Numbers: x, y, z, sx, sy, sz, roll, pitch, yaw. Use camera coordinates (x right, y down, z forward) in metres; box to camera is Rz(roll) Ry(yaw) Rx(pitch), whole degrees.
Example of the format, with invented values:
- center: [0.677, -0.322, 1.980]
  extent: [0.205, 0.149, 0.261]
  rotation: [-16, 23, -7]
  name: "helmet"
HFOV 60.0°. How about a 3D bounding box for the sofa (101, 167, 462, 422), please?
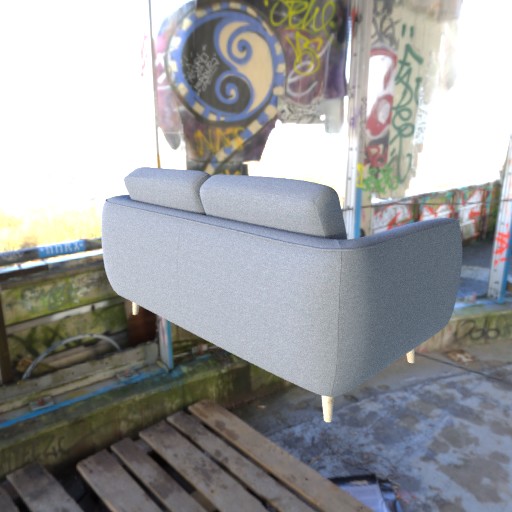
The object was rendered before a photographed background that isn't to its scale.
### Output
- center: [0.000, 0.000, 2.195]
  extent: [0.920, 0.850, 1.700]
  rotation: [-14, 21, -42]
  name: "sofa"
